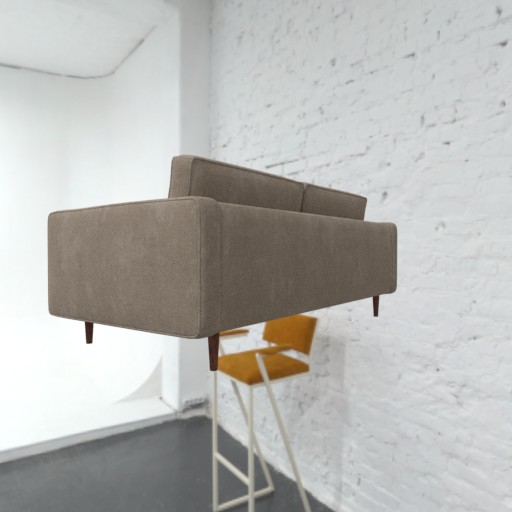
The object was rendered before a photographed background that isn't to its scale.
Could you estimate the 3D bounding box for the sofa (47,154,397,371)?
[{"bbox_3d":[0.000,0.000,2.374,0.920,0.769,1.883,1,1,36],"label":"sofa"}]
